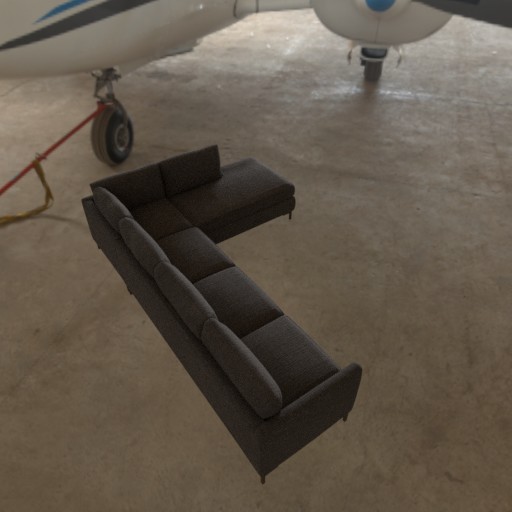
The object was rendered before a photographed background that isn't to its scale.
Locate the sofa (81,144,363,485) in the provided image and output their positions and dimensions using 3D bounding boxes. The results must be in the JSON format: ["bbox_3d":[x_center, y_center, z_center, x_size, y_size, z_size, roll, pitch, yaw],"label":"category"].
[{"bbox_3d":[0.000,0.000,3.851,2.007,0.815,2.949,-25,47,-26],"label":"sofa"}]
